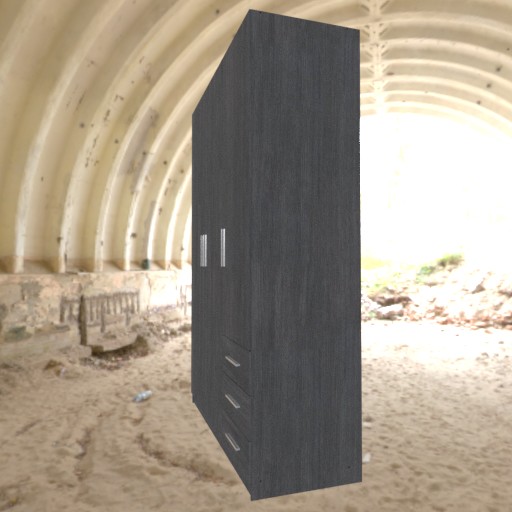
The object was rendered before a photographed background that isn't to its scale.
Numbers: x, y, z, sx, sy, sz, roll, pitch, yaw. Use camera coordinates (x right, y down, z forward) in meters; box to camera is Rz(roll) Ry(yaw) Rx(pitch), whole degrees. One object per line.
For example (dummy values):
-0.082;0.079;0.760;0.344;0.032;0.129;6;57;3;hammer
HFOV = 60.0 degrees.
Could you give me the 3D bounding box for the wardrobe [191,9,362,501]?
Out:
0.000;0.000;2.405;0.510;1.910;1.290;0;-1;-18;wardrobe
